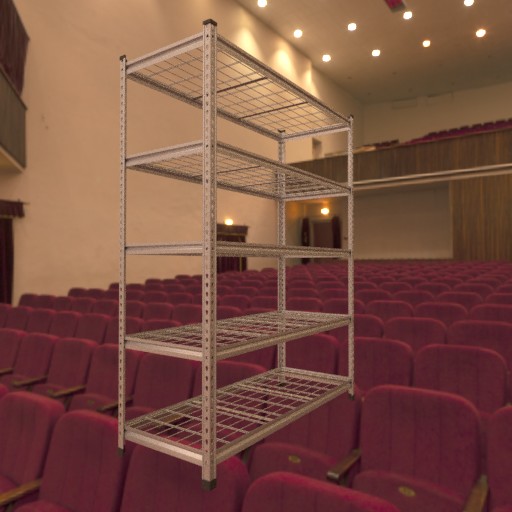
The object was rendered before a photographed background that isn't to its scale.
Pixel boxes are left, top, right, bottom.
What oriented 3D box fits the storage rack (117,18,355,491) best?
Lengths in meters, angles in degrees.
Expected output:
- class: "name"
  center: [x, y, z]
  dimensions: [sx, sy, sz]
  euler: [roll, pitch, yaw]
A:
- class: "storage rack"
  center: [0.000, 0.000, 2.650]
  dimensions: [0.610, 1.981, 1.524]
  euler: [-1, -1, 35]
